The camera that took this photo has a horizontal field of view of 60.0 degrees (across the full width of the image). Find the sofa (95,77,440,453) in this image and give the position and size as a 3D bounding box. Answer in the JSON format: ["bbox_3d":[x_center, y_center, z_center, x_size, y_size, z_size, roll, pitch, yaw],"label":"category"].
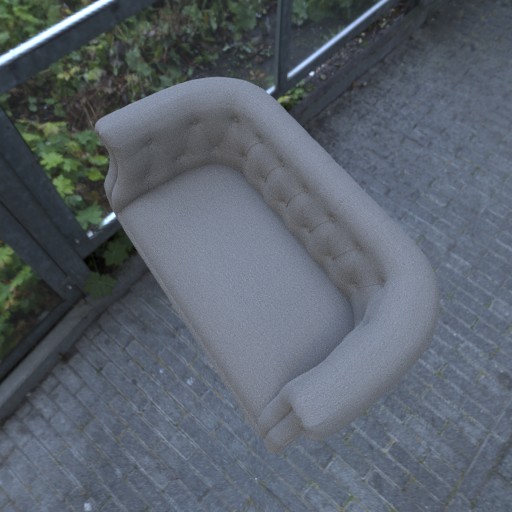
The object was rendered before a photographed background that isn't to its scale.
[{"bbox_3d":[0.000,0.000,1.999,0.835,0.827,1.558,-32,68,-15],"label":"sofa"}]
